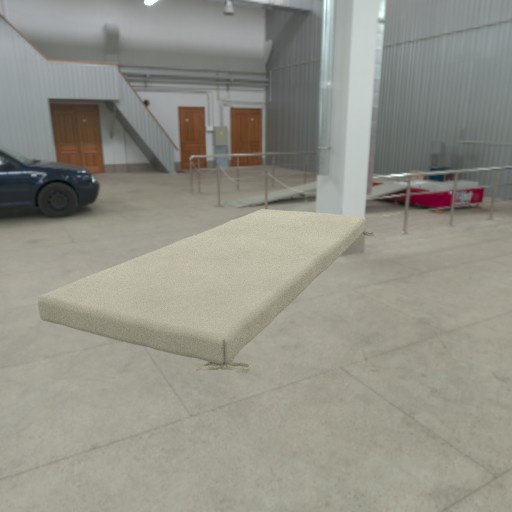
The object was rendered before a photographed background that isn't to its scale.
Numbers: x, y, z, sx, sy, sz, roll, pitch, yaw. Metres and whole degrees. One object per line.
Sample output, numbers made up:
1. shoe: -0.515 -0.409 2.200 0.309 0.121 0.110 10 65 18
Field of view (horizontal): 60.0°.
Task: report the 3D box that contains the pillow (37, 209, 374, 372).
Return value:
1. pillow: 0.000 0.000 1.329 0.492 0.081 1.187 8 18 24
